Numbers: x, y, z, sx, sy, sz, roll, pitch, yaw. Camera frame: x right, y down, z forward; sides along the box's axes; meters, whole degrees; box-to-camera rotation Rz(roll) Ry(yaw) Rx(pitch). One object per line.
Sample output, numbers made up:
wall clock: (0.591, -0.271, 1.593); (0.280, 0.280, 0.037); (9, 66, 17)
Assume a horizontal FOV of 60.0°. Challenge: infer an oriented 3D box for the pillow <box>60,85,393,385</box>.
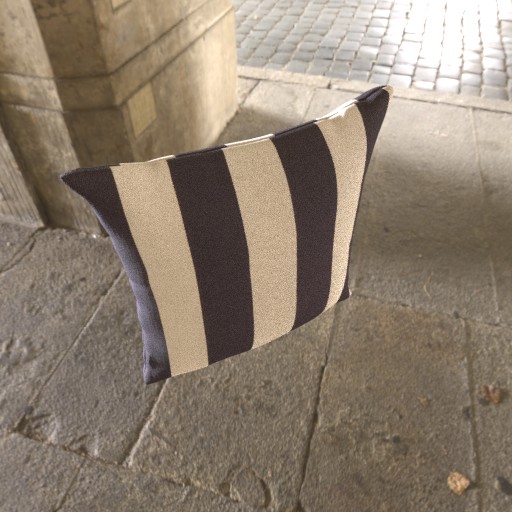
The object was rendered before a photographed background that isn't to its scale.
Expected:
pillow: (0.000, 0.000, 0.808); (0.536, 0.526, 0.189); (-22, 49, -20)
